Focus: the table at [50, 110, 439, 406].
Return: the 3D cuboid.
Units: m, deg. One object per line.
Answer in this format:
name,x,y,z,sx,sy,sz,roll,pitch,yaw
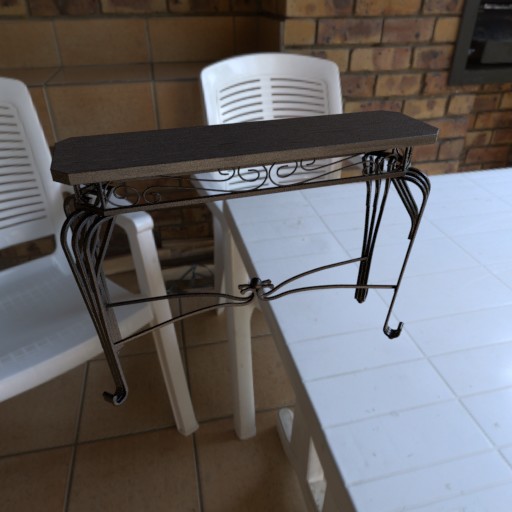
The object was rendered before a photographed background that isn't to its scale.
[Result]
table,0.000,0.000,1.463,1.112,0.800,0.329,-10,33,-15
